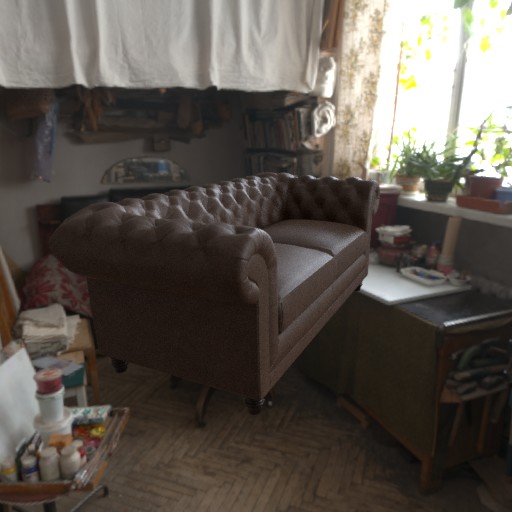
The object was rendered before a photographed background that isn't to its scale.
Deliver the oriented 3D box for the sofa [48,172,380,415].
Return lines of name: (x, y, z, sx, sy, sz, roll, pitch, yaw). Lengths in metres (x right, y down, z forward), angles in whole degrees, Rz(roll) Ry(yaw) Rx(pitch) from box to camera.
sofa: (0.000, 0.000, 2.494, 0.955, 0.784, 2.048, 8, 17, 26)
